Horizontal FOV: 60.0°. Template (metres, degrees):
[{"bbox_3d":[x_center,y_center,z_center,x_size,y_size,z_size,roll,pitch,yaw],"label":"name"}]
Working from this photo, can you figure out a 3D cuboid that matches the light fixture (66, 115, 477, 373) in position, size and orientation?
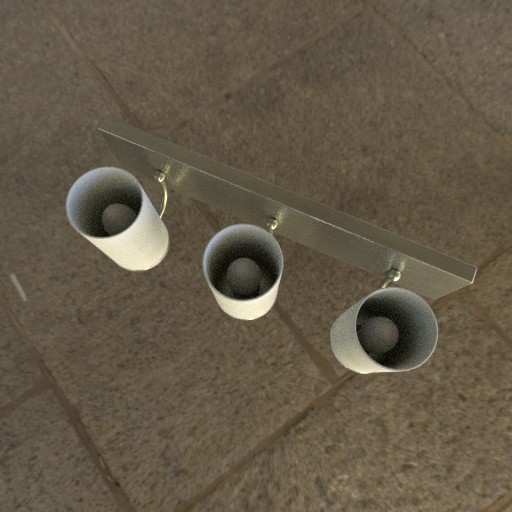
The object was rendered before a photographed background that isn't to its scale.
[{"bbox_3d":[0.000,0.000,0.524,0.451,0.172,0.145,23,76,6],"label":"light fixture"}]
